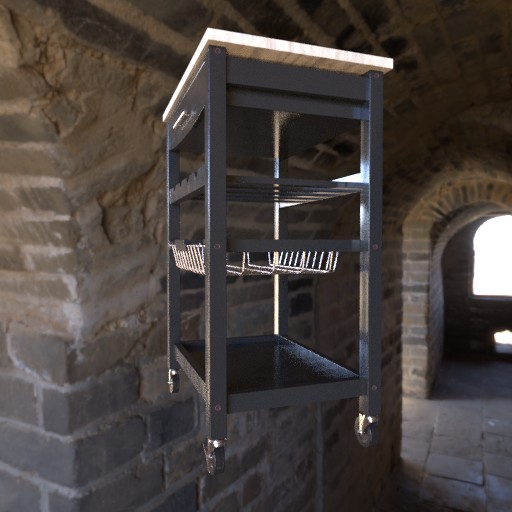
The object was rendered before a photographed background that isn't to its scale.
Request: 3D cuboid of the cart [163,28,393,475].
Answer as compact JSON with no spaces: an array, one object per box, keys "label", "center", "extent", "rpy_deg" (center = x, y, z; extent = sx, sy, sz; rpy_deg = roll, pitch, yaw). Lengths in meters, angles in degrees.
[{"label":"cart","center":[0.000,0.000,1.148],"extent":[0.403,0.839,0.584],"rpy_deg":[-1,2,-20]}]
